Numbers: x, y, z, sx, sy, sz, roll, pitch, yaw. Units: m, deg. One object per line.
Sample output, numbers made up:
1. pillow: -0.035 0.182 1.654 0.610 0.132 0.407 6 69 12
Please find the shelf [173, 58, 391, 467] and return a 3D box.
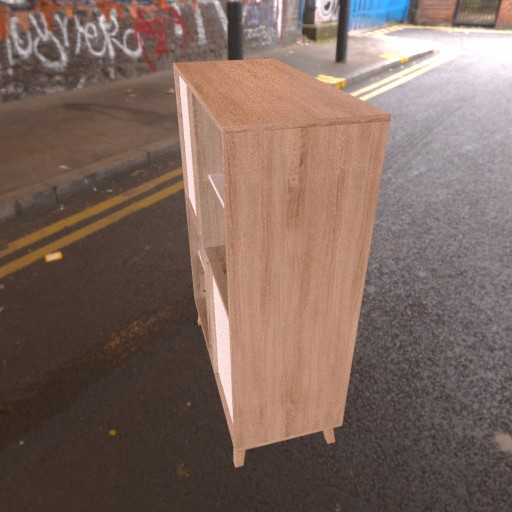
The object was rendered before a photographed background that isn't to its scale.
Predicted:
1. shelf: 0.000 0.000 1.873 0.450 1.390 1.000 -8 33 -13
